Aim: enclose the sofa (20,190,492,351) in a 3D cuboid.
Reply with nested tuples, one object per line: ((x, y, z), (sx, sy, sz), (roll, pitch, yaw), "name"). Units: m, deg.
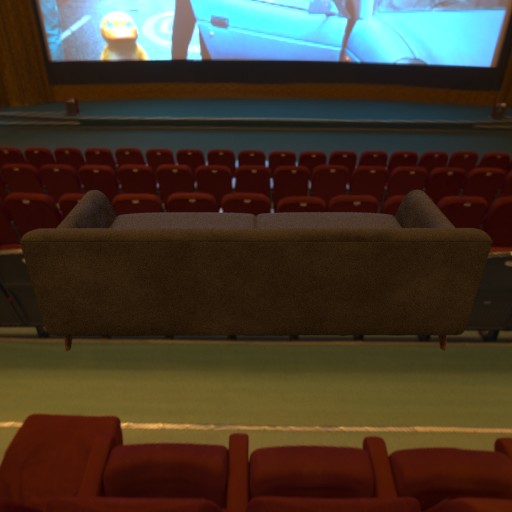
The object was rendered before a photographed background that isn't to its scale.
((0.000, 0.000, 2.585), (2.190, 0.740, 0.900), (0, 30, 0), "sofa")
